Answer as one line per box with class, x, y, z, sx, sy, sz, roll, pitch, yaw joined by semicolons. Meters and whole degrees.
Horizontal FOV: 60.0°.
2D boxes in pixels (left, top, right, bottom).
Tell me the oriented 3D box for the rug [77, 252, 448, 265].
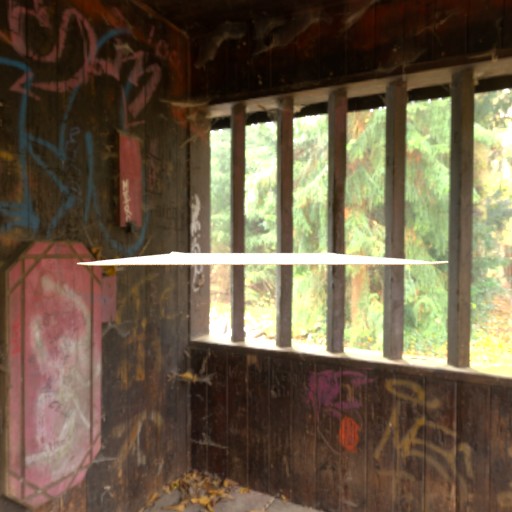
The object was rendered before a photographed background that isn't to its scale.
rug;0.000;0.000;2.407;1.214;0.023;1.947;0;1;-2
